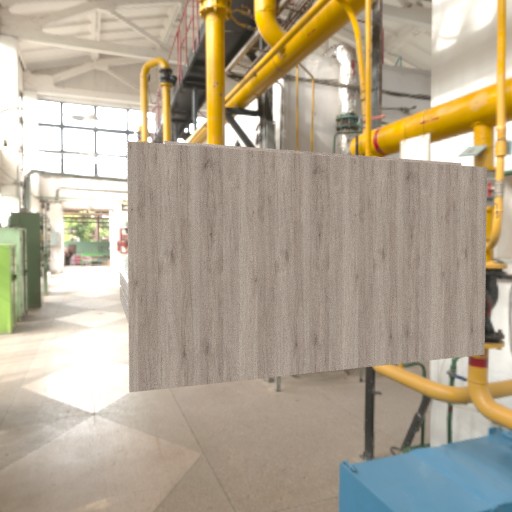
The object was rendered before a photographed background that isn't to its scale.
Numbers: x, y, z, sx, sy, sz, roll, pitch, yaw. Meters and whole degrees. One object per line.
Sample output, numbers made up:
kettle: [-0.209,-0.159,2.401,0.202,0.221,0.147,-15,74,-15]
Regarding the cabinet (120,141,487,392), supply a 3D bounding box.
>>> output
cabinet: [0.000,0.000,2.947,1.750,0.970,2.080,-1,2,-19]
